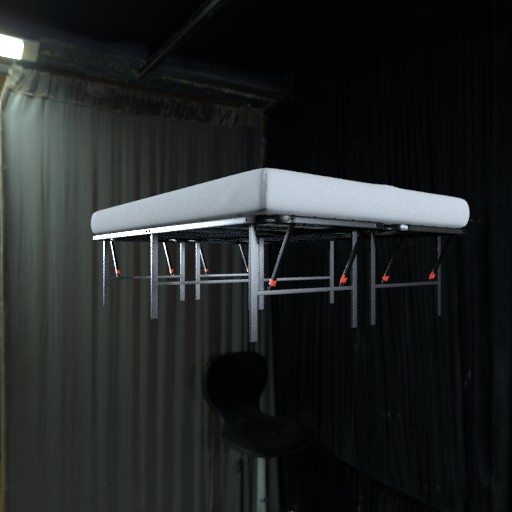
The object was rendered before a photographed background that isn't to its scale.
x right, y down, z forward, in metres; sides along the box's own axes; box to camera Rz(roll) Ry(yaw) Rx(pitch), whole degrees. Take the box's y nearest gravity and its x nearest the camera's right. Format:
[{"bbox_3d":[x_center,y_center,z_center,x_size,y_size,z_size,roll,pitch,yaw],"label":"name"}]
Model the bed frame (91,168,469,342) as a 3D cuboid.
[{"bbox_3d":[0.000,0.000,2.627,1.372,0.637,1.905,0,0,-37],"label":"bed frame"}]
